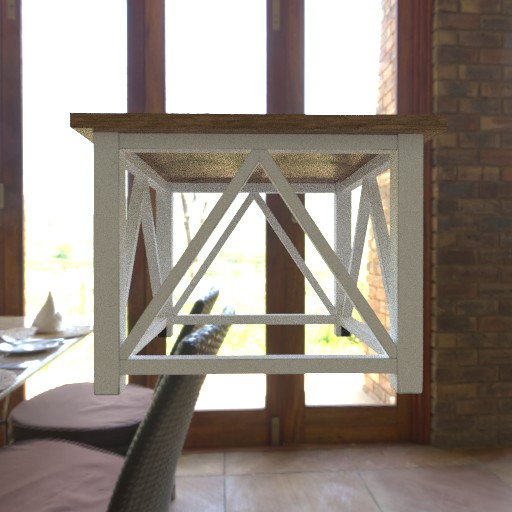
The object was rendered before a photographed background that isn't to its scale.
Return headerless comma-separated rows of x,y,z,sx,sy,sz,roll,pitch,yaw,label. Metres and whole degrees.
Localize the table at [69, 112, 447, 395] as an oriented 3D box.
0.000,0.000,1.171,0.700,0.532,0.700,0,0,-1,table
